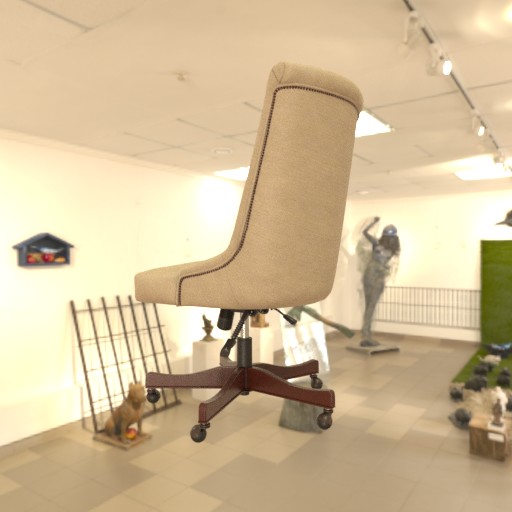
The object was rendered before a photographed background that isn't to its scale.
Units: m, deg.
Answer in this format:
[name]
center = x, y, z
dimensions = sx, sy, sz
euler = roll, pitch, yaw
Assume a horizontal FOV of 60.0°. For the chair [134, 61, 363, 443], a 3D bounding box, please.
[chair]
center = 0.000, 0.000, 1.457
dimensions = 0.696, 1.010, 0.645
euler = 0, 1, 34
